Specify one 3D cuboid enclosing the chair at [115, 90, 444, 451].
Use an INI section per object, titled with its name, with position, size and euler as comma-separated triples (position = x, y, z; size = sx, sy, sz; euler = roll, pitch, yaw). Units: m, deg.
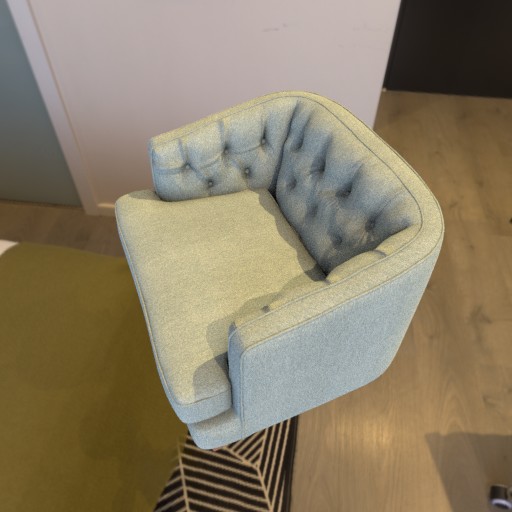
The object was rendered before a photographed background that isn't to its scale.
[chair]
position = 0.000, 0.000, 1.728
size = 0.945, 0.852, 1.094
euler = -17, 49, -15
